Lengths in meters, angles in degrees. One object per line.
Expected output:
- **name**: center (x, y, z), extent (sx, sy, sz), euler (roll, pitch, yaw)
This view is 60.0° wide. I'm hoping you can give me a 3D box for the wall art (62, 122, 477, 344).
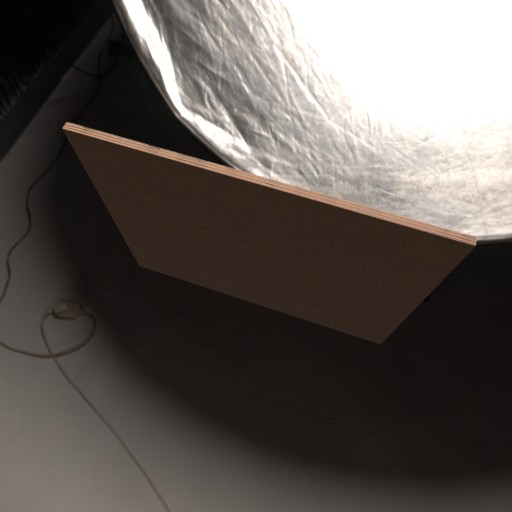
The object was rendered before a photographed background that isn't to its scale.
- **wall art**: center (0.000, 0.000, 0.702), extent (0.508, 0.408, 0.012), euler (17, 65, 8)
